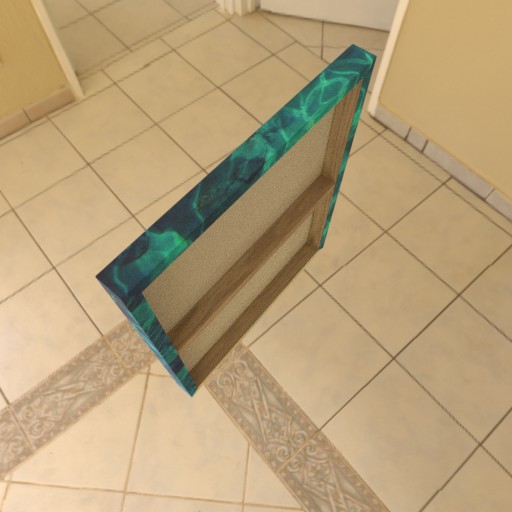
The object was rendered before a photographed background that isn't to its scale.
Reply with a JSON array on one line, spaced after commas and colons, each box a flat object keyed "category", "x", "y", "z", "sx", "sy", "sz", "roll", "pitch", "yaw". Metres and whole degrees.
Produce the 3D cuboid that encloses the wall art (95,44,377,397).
[{"category": "wall art", "x": 0.000, "y": 0.000, "z": 0.716, "sx": 0.038, "sy": 0.508, "sz": 0.432, "roll": 37, "pitch": 68, "yaw": 17}]
